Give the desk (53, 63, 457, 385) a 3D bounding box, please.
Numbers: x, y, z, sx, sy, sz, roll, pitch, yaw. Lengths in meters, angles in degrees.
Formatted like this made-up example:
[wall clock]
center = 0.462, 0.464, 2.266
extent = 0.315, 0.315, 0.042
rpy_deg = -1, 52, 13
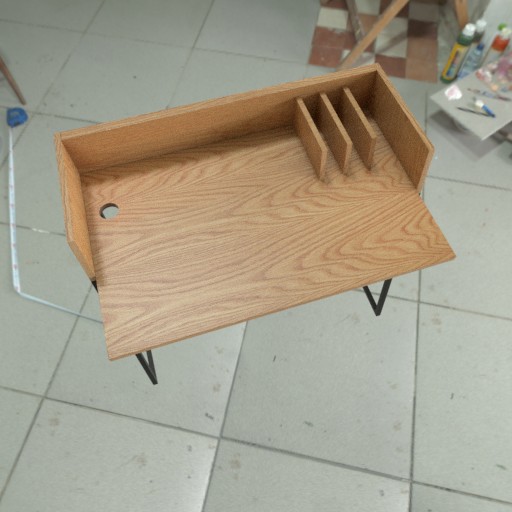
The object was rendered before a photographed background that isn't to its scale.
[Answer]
[desk]
center = 0.000, 0.000, 1.867
extent = 1.191, 1.061, 0.769
rpy_deg = -15, 63, -8
